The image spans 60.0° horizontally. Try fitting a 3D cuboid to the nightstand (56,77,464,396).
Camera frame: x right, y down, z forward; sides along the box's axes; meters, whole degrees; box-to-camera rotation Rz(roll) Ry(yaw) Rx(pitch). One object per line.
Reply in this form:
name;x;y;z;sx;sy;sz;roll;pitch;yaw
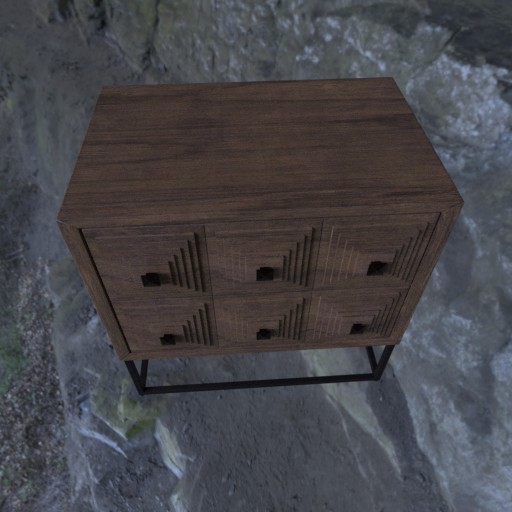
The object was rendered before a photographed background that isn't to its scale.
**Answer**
nightstand;0.000;0.000;1.008;0.610;0.610;0.437;-3;48;-3
